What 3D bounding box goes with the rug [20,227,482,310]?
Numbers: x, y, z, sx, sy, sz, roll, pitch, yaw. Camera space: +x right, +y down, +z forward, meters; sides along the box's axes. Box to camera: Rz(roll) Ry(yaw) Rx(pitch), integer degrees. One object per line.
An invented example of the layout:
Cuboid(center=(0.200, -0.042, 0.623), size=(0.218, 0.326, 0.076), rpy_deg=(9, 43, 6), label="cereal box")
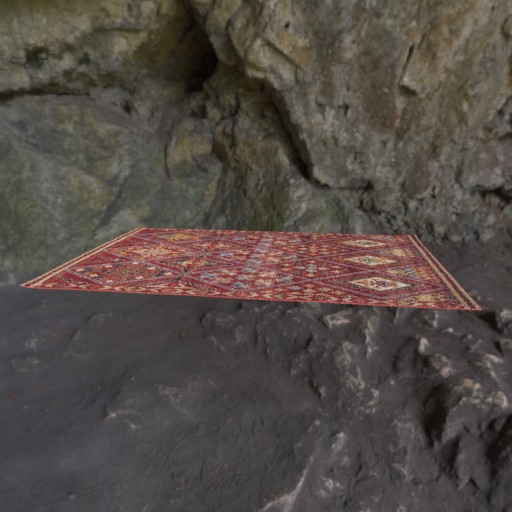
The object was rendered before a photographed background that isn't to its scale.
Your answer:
Cuboid(center=(0.000, 0.000, 2.874), size=(2.286, 0.026, 1.521), rpy_deg=(2, 16, 8), label="rug")
